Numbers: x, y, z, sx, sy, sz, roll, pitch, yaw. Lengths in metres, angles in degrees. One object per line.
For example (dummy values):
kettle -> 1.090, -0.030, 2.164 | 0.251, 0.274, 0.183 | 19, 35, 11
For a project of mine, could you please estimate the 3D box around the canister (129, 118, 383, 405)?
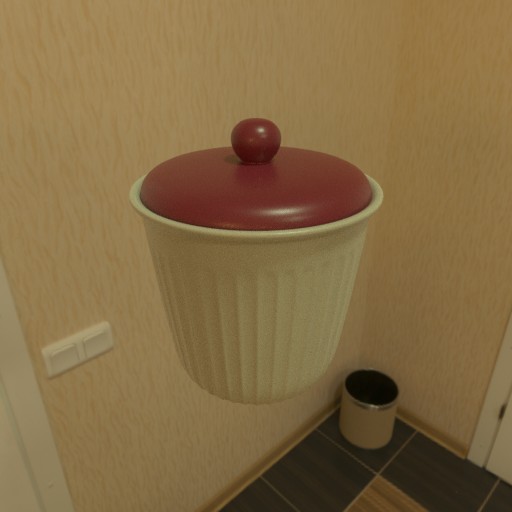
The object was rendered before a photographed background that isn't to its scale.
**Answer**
canister -> 0.000, 0.000, 0.351 | 0.181, 0.211, 0.181 | 0, 27, 0
